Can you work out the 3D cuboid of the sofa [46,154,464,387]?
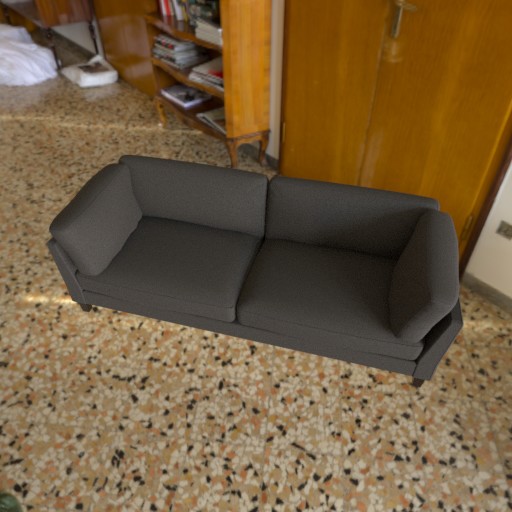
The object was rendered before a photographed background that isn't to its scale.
[{"bbox_3d":[0.000,0.000,2.801,2.312,0.792,0.969,10,42,12],"label":"sofa"}]
